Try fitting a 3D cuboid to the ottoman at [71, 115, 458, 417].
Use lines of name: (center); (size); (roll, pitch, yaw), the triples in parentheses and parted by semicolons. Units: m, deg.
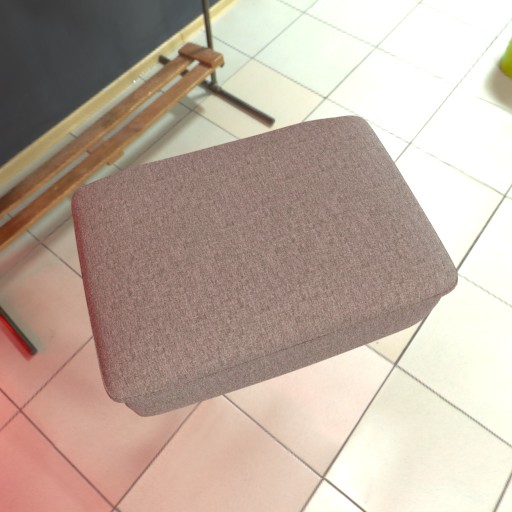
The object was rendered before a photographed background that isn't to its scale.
ottoman: (0.000, 0.000, 1.379); (0.977, 0.451, 0.694); (-17, 64, -8)
